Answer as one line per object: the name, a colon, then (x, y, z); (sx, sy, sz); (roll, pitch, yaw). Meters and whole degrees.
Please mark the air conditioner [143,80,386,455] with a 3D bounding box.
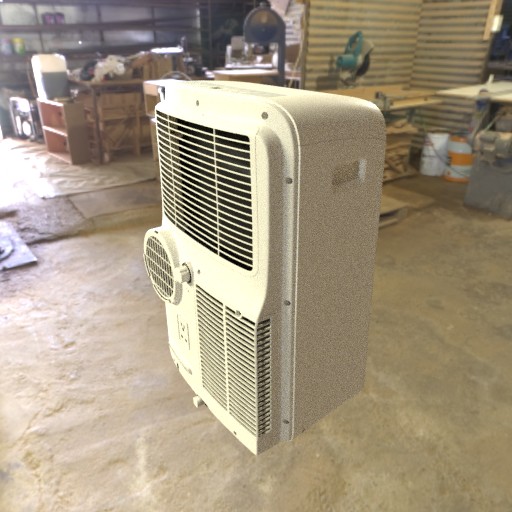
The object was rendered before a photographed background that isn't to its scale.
air conditioner: (0.000, 0.000, 0.968); (0.365, 0.700, 0.454); (-18, 32, -32)
